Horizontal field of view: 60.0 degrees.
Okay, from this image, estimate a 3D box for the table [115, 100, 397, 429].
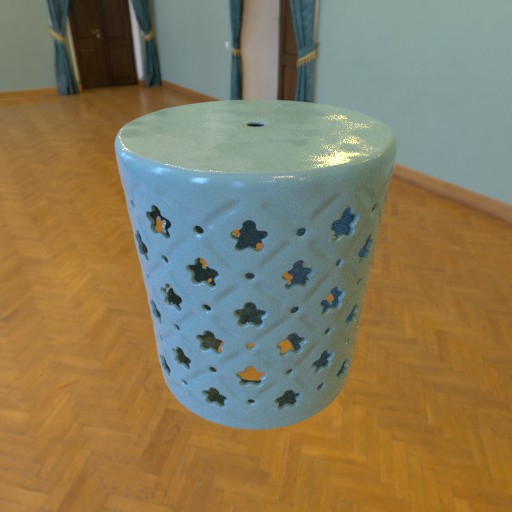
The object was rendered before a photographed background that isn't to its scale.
[{"bbox_3d":[0.000,0.000,0.659,0.352,0.387,0.352,0,31,0],"label":"table"}]
